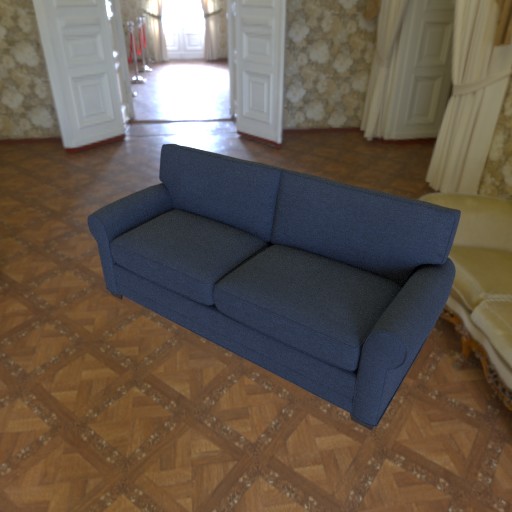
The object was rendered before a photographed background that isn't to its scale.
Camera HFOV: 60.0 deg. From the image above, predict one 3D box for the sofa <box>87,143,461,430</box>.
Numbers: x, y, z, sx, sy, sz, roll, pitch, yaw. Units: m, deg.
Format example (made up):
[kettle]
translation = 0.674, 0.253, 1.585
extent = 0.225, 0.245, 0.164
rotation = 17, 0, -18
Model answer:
[sofa]
translation = 0.000, 0.000, 2.954
extent = 2.391, 1.026, 0.954
rotation = 20, 36, 30
